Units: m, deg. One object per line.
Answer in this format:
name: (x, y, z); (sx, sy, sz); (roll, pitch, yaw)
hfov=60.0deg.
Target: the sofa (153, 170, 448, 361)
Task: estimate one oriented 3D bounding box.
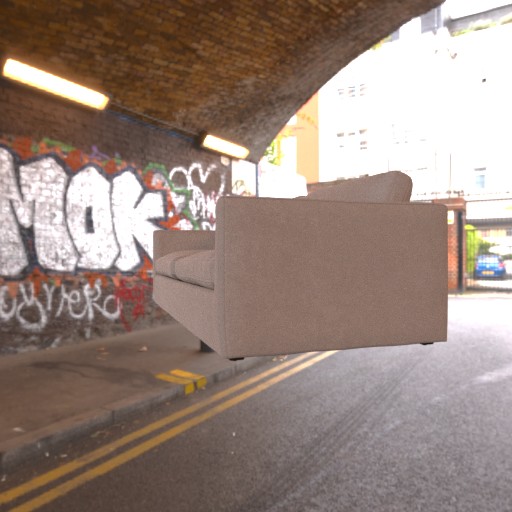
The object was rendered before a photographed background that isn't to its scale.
sofa: (0.000, 0.000, 2.886); (1.090, 0.838, 2.588); (0, 0, -19)
